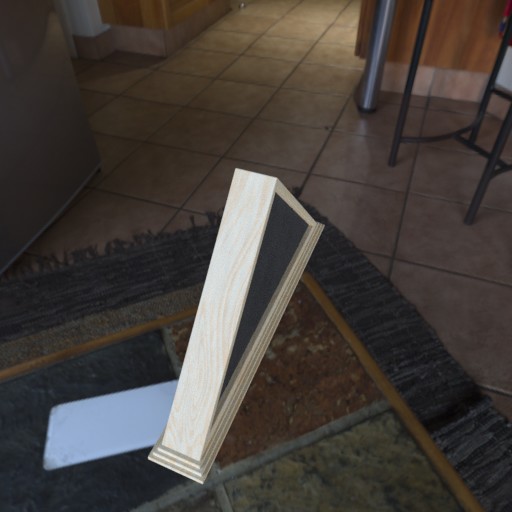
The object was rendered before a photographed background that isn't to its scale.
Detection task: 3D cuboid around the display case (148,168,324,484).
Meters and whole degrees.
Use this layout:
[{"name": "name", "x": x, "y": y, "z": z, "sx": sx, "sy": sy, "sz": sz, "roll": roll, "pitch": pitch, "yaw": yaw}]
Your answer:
[{"name": "display case", "x": 0.000, "y": 0.000, "z": 0.767, "sx": 0.095, "sy": 0.340, "sz": 0.640, "roll": 16, "pitch": 47, "yaw": 16}]
